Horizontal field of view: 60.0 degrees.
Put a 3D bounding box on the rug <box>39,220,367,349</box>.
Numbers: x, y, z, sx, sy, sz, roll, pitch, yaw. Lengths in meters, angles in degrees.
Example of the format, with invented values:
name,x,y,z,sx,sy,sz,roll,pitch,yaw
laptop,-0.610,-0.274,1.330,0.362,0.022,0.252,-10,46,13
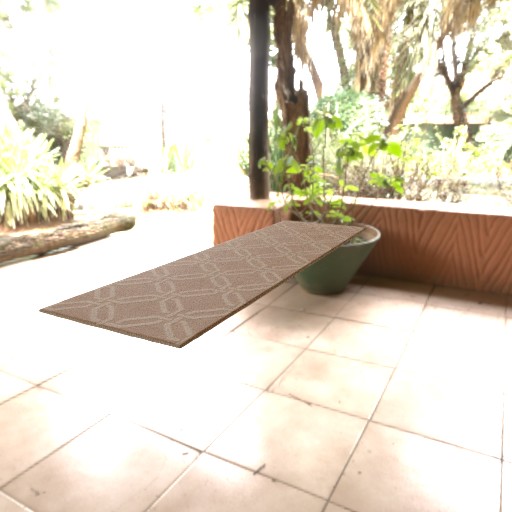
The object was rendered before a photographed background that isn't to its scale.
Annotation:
name,x,y,z,sx,sy,sz,roll,pitch,yaw
rug,0.000,0.000,2.513,0.678,0.014,2.276,8,16,27
